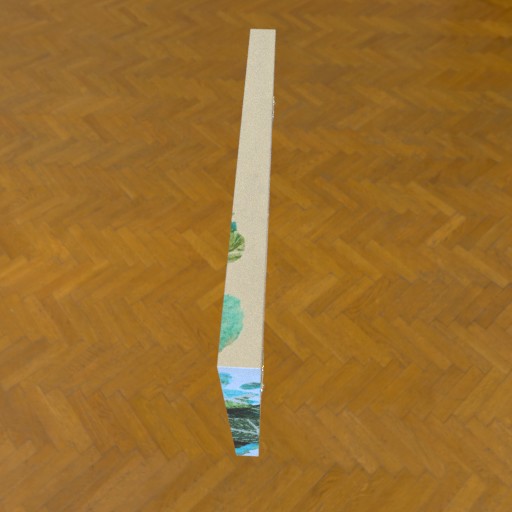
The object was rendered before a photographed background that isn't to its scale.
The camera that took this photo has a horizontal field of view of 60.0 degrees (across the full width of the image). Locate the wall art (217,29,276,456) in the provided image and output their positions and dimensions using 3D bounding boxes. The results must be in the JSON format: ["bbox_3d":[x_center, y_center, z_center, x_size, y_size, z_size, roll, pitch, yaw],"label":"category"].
[{"bbox_3d":[0.000,0.000,0.690,0.041,0.435,0.507,2,57,2],"label":"wall art"}]
